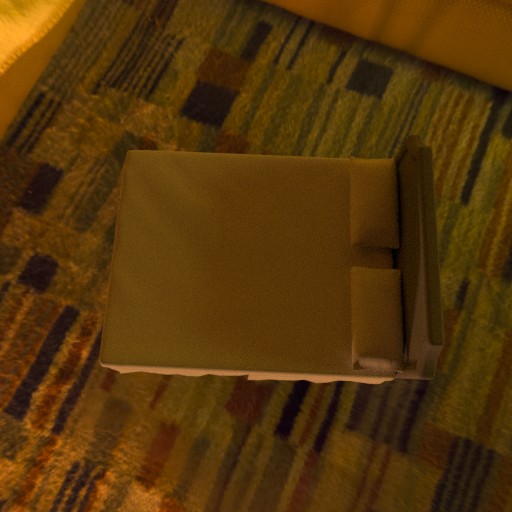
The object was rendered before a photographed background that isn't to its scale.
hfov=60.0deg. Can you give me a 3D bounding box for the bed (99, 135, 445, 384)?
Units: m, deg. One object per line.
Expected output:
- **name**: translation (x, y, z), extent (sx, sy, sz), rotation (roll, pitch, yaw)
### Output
- **bed**: translation (0.000, 0.000, 3.623), extent (2.464, 1.306, 1.977), rotation (3, 75, 1)
